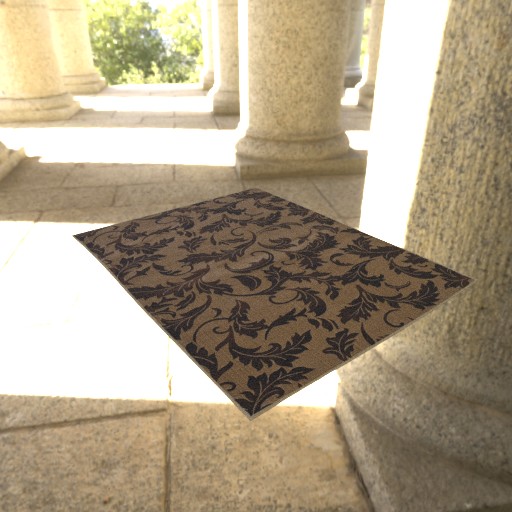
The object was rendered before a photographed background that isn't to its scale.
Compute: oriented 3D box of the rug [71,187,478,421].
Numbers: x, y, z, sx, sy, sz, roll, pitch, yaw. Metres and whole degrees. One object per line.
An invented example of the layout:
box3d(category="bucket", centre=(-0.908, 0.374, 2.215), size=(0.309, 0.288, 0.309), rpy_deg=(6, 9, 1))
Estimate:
box3d(category="rug", centre=(0.000, 0.000, 4.042), size=(2.380, 0.008, 2.977), rpy_deg=(-20, 34, -33))
